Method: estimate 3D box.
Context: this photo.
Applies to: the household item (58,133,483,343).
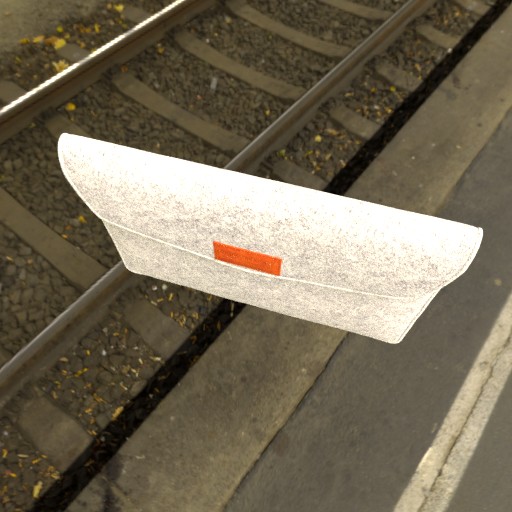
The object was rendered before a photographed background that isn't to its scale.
[{"bbox_3d":[0.000,0.000,0.432,0.335,0.221,0.057,14,59,9],"label":"household item"}]
